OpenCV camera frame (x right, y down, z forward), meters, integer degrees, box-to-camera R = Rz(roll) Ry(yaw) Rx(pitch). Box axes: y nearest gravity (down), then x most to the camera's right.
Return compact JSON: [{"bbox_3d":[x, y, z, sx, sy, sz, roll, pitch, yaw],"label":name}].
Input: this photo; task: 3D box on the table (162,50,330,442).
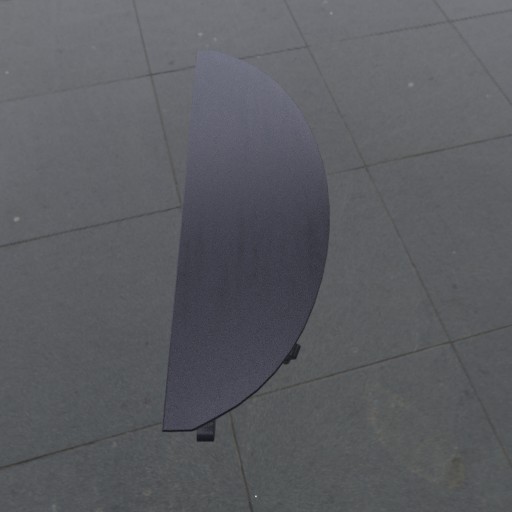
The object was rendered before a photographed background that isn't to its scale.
[{"bbox_3d":[0.000,0.000,1.506,0.394,0.692,1.198,0,62,0],"label":"table"}]
